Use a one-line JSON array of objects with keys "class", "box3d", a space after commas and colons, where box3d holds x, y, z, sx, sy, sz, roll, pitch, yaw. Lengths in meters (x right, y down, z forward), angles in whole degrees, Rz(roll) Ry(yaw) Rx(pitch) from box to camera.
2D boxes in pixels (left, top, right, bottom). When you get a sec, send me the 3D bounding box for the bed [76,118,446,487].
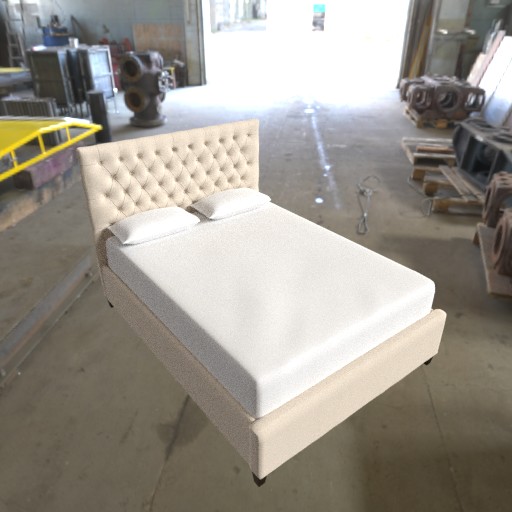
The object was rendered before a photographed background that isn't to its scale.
[{"class": "bed", "box3d": [0.000, 0.000, 3.290, 1.696, 1.426, 2.233, -20, 35, -32]}]
